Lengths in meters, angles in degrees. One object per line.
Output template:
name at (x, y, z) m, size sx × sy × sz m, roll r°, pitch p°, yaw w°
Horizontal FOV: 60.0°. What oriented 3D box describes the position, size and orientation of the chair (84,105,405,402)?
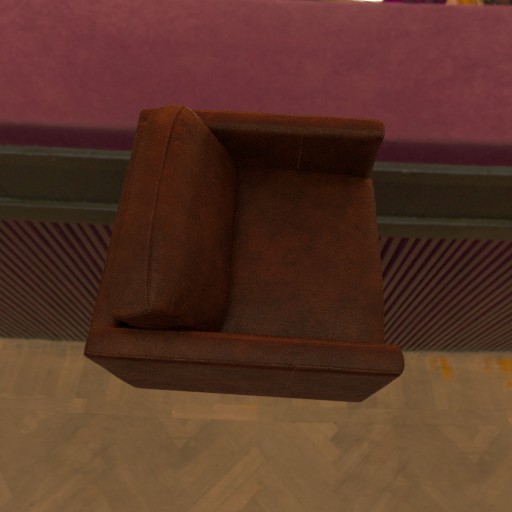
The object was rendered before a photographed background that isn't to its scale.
chair at (0.000, 0.000, 1.754) m, size 0.975 × 0.864 × 0.990 m, roll 3°, pitch 64°, yaw 2°
